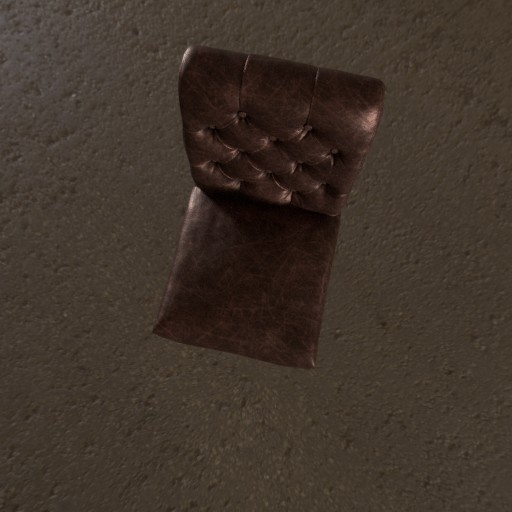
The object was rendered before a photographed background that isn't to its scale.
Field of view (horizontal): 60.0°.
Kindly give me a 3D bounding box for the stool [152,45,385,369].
[{"bbox_3d":[0.000,0.000,1.470,0.483,1.168,0.659,12,76,3],"label":"stool"}]
